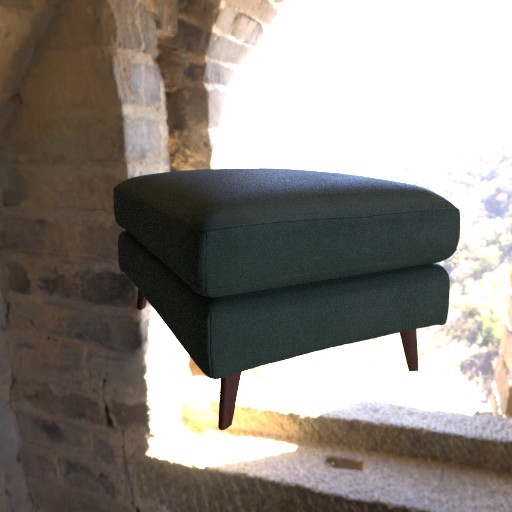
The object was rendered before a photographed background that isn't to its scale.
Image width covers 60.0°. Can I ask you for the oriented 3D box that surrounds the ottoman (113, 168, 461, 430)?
[{"bbox_3d":[0.000,0.000,1.173,0.608,0.449,0.811,-7,16,-26],"label":"ottoman"}]
